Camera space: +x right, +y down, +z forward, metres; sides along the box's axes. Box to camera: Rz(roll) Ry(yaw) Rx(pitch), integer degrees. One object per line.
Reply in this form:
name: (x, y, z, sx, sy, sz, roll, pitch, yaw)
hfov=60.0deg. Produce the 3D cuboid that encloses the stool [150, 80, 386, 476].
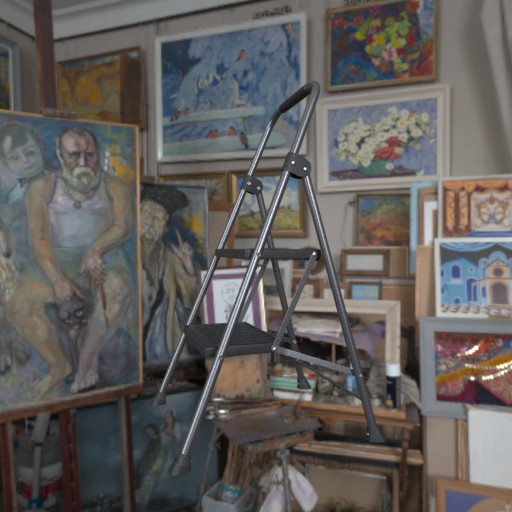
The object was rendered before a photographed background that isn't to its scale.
stool: (0.000, 0.000, 1.170, 0.514, 0.872, 0.450, 0, 1, -18)
